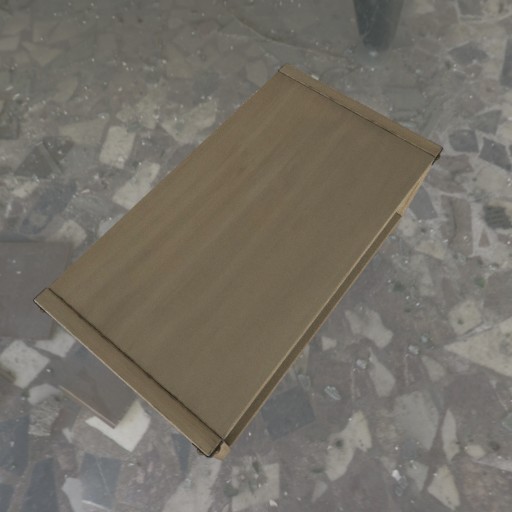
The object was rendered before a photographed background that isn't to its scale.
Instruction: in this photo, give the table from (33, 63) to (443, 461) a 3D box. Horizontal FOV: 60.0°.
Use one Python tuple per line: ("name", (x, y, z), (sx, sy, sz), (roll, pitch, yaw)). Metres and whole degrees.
("table", (0.000, 0.000, 1.338), (0.559, 0.456, 1.016), (35, 69, 16))
